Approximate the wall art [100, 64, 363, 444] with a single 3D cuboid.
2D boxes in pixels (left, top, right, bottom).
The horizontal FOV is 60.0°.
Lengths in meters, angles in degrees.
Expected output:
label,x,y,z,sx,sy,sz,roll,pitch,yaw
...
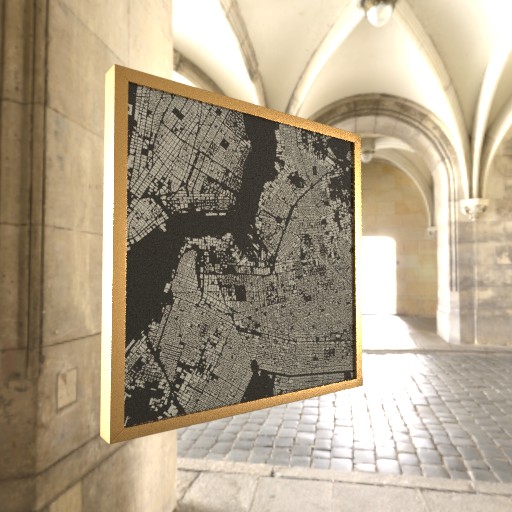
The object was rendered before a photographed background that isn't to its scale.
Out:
label,x,y,z,sx,sy,sz,roll,pitch,yaw
wall art,0.000,0.000,0.455,0.305,0.305,0.023,2,-3,-37
